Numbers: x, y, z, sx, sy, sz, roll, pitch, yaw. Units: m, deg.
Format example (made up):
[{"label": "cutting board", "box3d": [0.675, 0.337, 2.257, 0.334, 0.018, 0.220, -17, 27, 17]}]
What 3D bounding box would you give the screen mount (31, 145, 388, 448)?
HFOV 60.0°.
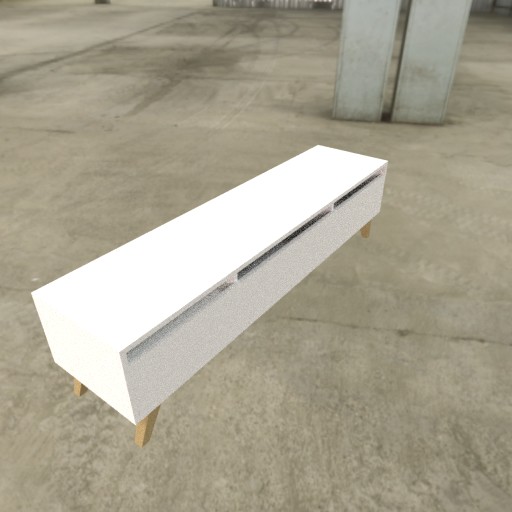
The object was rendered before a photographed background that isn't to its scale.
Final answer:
[{"label": "screen mount", "box3d": [0.000, 0.000, 1.857, 0.399, 0.432, 1.644, 22, 39, 30]}]
